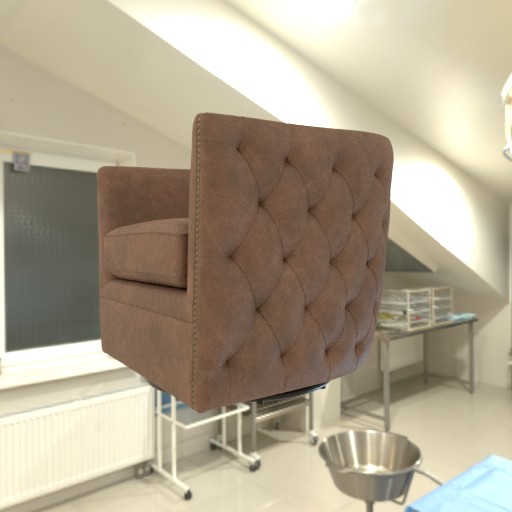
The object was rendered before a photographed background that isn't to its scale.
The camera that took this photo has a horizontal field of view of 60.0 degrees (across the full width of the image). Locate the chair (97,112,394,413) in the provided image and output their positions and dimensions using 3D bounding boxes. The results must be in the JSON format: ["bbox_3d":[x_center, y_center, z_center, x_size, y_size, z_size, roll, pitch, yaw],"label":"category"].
[{"bbox_3d":[0.000,0.000,1.528,0.870,0.790,0.850,0,1,-35],"label":"chair"}]
